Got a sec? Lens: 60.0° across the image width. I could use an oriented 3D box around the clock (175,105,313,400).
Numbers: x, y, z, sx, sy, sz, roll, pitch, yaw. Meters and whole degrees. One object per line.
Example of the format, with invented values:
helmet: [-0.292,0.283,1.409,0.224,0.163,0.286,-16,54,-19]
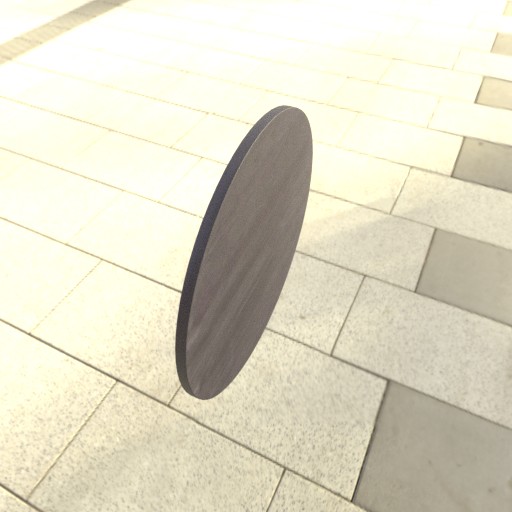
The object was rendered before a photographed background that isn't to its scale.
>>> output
clock: [0.000,0.000,0.908,0.029,0.595,0.595,19,50,16]
